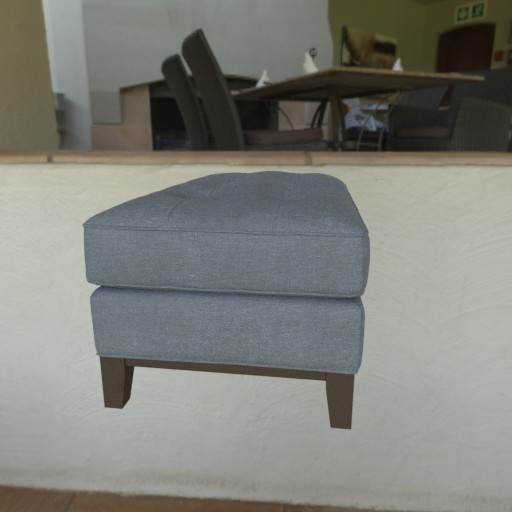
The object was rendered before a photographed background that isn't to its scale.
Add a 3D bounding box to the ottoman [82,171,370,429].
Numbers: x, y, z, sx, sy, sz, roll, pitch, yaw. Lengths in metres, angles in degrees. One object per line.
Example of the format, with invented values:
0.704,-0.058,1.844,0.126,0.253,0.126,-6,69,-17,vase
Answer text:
0.000,0.000,1.506,0.648,0.514,1.143,2,15,8,ottoman
